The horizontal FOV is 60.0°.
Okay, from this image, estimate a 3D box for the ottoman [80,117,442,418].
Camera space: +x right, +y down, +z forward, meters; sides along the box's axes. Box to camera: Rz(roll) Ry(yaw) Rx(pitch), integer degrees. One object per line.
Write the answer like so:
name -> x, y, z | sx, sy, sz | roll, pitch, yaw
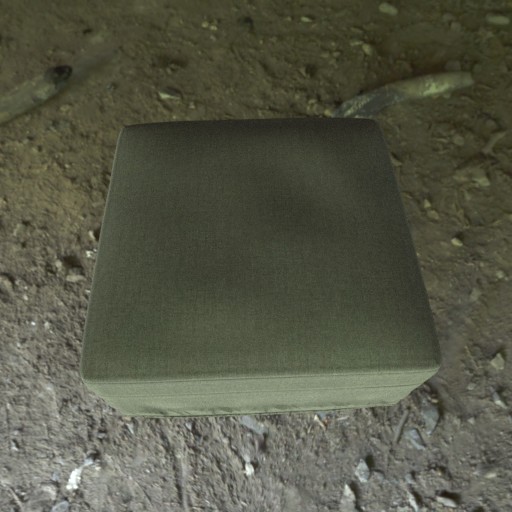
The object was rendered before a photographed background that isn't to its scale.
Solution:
ottoman -> 0.000, 0.000, 1.336 | 0.843, 0.436, 0.840 | -2, 59, -1
